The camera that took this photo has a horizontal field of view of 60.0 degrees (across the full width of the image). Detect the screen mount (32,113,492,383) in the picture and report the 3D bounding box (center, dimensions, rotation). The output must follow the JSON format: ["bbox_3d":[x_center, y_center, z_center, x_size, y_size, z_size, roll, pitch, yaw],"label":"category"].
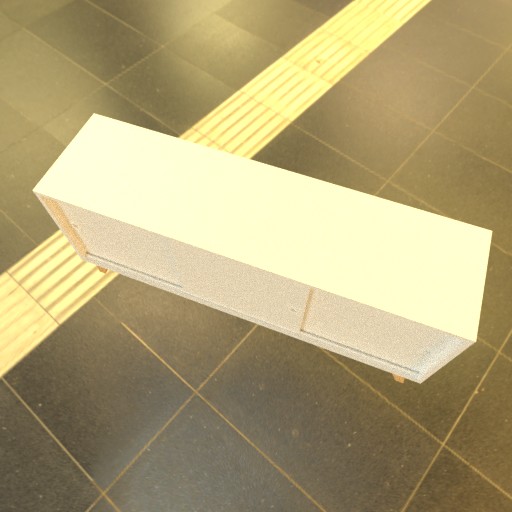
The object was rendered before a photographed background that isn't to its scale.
[{"bbox_3d":[0.000,0.000,1.748,1.490,0.619,0.400,19,62,10],"label":"screen mount"}]
